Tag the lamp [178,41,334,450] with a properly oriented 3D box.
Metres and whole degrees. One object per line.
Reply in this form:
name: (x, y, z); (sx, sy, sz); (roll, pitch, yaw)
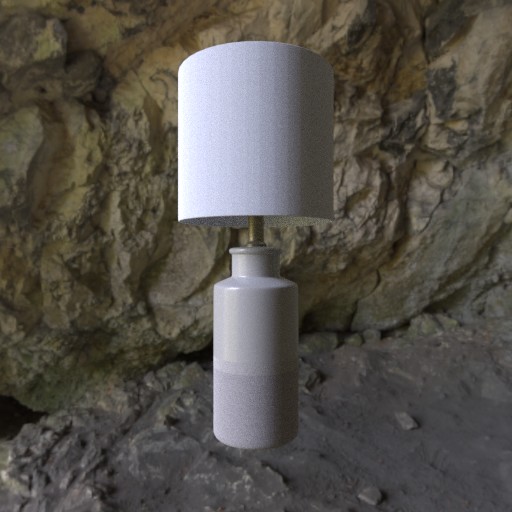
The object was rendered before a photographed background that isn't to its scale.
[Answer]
lamp: (0.000, 0.000, 0.613); (0.212, 0.493, 0.212); (0, 0, 33)
